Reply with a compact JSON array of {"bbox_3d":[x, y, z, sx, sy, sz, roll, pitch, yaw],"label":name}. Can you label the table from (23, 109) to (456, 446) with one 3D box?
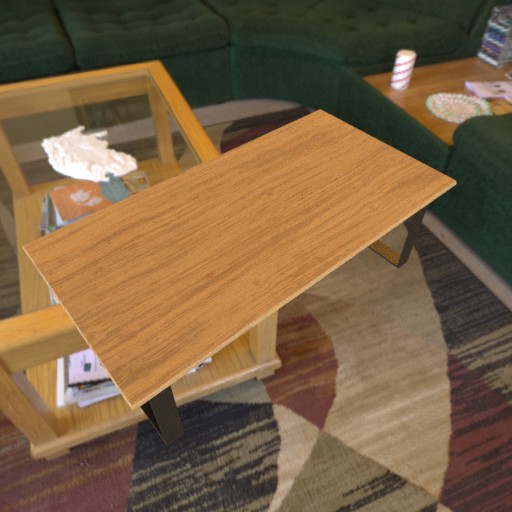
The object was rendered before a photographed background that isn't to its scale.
[{"bbox_3d":[0.000,0.000,1.656,1.331,0.445,0.693,-31,54,-26],"label":"table"}]
